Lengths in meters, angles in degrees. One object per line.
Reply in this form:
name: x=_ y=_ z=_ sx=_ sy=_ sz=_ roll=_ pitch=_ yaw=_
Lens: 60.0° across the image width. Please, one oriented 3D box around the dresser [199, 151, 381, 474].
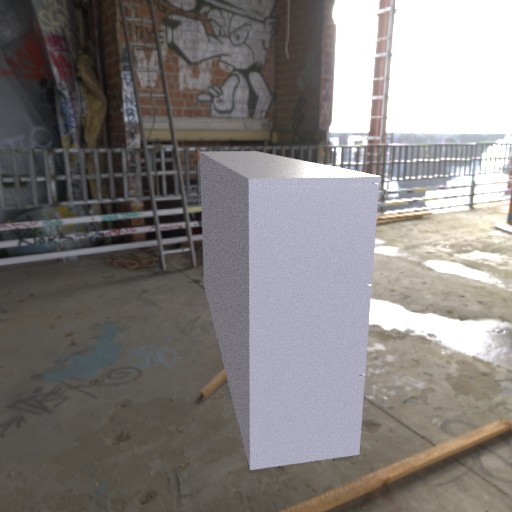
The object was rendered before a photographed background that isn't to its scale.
dresser: x=0.000 y=0.000 z=1.846 sx=0.333 sy=0.790 sz=1.535 roll=-3 pitch=16 yaw=-11
